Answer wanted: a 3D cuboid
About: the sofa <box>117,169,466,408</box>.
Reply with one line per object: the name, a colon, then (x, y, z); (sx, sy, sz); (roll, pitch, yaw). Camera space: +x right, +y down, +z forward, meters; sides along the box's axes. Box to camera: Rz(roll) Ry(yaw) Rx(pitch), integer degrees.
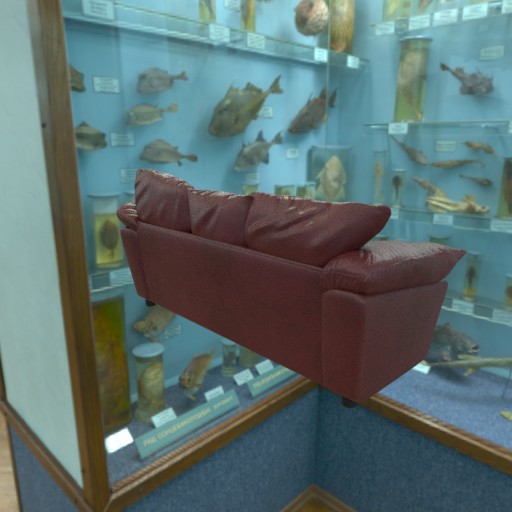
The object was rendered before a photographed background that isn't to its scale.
sofa: (0.000, 0.000, 2.978); (0.907, 1.091, 2.390); (-13, 20, -42)
